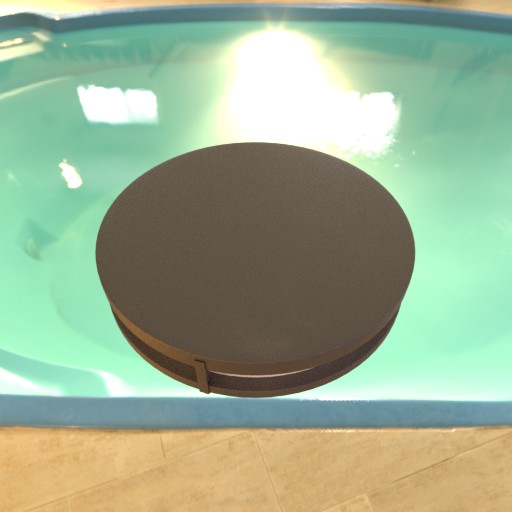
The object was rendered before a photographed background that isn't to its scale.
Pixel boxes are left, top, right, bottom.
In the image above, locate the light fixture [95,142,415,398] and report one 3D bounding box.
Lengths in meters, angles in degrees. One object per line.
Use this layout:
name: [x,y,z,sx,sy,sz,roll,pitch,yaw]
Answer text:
light fixture: [0.000,0.000,0.541,0.356,0.102,0.356,0,46,0]
